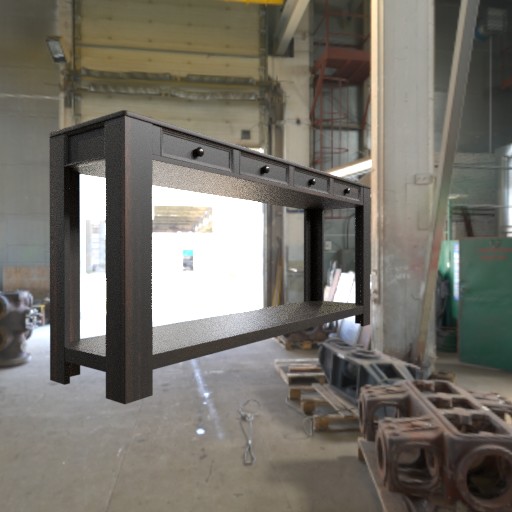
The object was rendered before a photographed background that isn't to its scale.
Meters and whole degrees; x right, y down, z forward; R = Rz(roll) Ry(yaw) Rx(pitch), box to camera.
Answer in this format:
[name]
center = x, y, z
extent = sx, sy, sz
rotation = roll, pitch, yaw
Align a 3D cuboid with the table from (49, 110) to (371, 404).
[table]
center = 0.000, 0.000, 1.906
extent = 0.384, 0.762, 1.631
rotation = 0, 0, 37
